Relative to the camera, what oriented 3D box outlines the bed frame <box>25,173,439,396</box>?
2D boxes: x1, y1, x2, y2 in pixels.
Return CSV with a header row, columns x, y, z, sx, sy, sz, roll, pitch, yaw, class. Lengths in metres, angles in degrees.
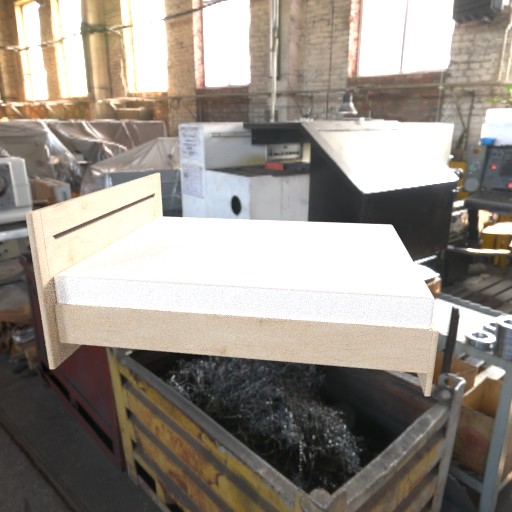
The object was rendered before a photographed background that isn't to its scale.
x,y,z,sx,sy,sz,roll,pitch,yaw,class
0.000,0.000,3.070,2.080,0.900,1.800,3,17,9,bed frame
